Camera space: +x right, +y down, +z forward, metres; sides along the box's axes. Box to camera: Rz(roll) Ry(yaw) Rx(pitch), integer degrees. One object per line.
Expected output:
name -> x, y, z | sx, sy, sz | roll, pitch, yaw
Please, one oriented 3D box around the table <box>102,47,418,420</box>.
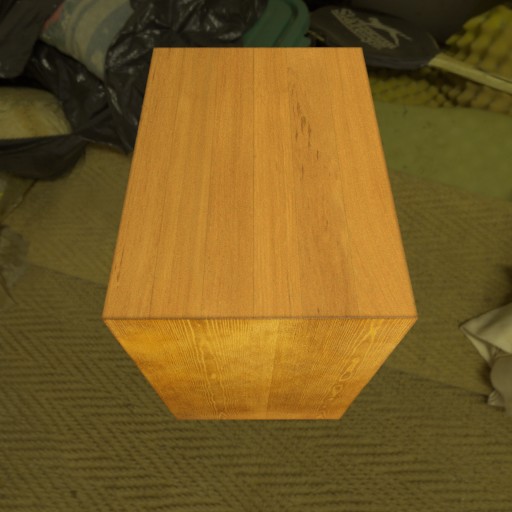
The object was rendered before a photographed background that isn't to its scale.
table -> 0.000, 0.000, 0.948 | 0.400, 0.605, 0.550 | 0, 59, 0
